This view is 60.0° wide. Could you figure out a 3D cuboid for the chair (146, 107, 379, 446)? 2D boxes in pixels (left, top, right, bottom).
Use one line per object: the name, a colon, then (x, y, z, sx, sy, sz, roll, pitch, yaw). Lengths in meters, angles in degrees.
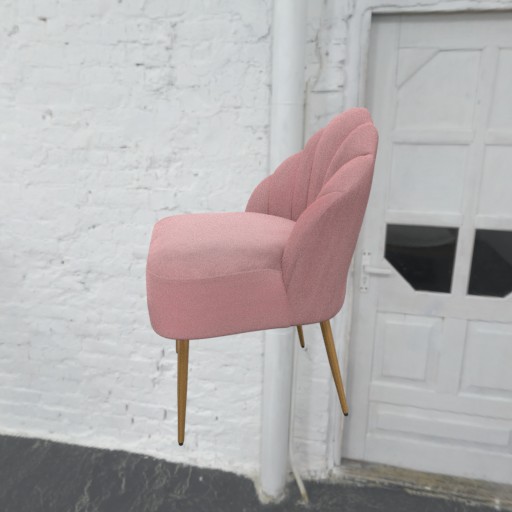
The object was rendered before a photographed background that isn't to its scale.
chair: (0.000, 0.000, 1.275, 0.599, 0.819, 0.657, -3, 15, -10)
